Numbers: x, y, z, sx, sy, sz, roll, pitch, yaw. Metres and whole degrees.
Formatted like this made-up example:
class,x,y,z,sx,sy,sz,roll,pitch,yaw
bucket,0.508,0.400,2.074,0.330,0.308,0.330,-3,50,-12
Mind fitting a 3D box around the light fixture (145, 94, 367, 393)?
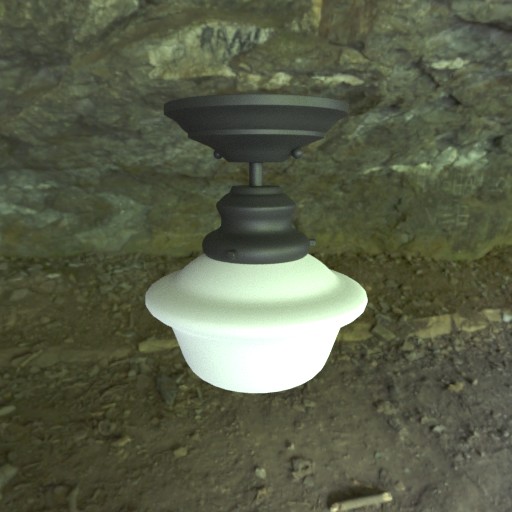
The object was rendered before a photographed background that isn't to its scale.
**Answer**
class,x,y,z,sx,sy,sz,roll,pitch,yaw
light fixture,0.000,0.000,0.396,0.197,0.254,0.197,0,12,0
